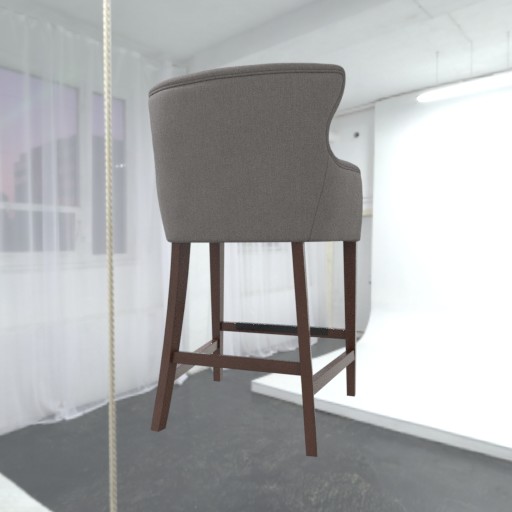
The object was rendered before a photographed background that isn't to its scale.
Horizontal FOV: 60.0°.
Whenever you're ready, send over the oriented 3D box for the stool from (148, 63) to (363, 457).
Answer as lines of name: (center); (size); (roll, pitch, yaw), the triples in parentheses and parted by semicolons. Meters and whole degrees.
stool: (0.000, 0.000, 1.328); (0.575, 0.951, 0.575); (0, 1, 20)
